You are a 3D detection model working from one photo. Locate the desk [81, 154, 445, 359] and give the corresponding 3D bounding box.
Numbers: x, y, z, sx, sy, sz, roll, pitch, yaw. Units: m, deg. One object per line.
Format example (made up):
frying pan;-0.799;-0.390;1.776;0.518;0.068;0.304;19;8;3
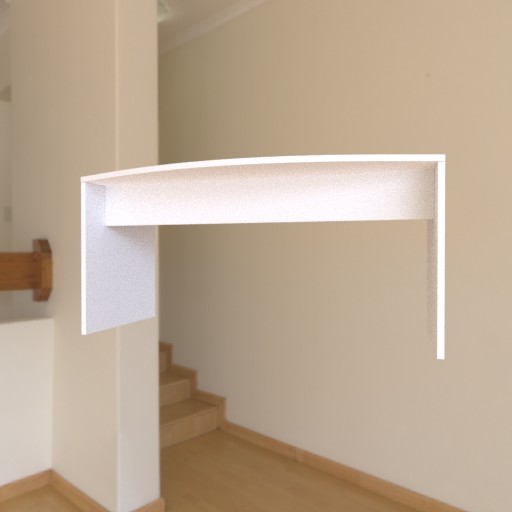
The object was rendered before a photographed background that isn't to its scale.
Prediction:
desk;0.000;0.000;2.088;1.600;0.750;0.802;0;1;18
